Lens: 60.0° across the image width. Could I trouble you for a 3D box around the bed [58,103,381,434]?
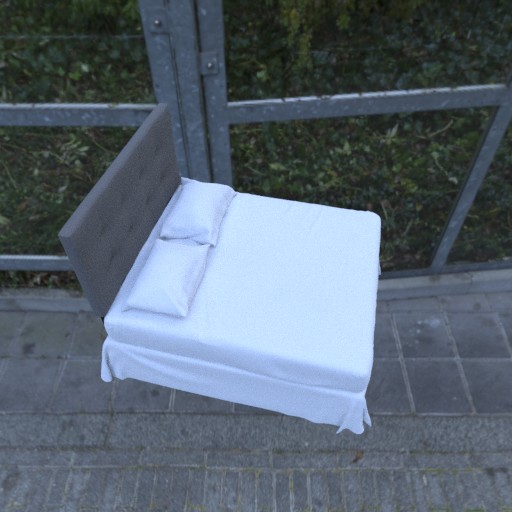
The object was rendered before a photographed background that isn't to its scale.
[{"bbox_3d":[0.000,0.000,3.574,2.222,1.577,1.936,10,48,9],"label":"bed"}]
